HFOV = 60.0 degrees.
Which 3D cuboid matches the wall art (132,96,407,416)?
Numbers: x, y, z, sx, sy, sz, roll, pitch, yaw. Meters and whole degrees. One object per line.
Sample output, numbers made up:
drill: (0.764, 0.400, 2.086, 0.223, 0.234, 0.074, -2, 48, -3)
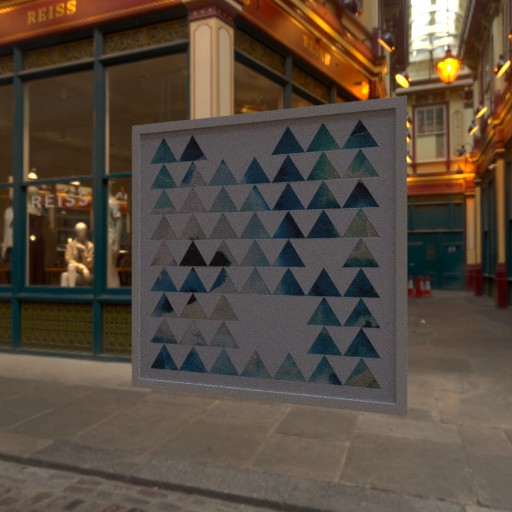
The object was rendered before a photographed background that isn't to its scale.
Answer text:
wall art: (0.000, 0.000, 0.706, 0.456, 0.456, 0.007, 0, 0, 19)
